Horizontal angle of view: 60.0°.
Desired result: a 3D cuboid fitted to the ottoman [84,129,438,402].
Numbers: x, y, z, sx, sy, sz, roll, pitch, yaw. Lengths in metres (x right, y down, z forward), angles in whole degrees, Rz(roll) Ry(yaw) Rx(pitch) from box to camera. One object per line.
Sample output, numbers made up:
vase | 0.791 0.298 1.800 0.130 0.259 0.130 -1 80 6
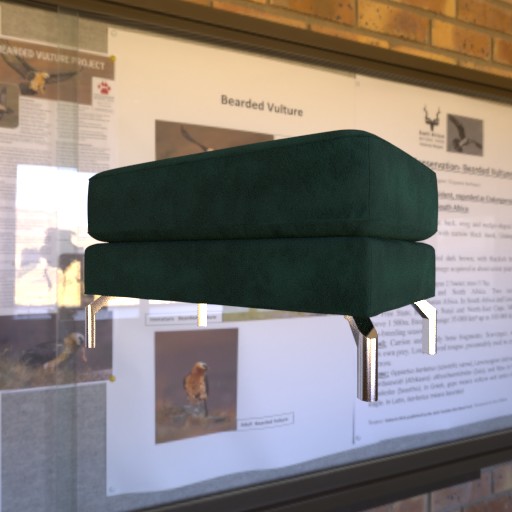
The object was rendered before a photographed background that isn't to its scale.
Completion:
ottoman | 0.000 0.000 1.259 0.886 0.533 0.536 0 0 35
